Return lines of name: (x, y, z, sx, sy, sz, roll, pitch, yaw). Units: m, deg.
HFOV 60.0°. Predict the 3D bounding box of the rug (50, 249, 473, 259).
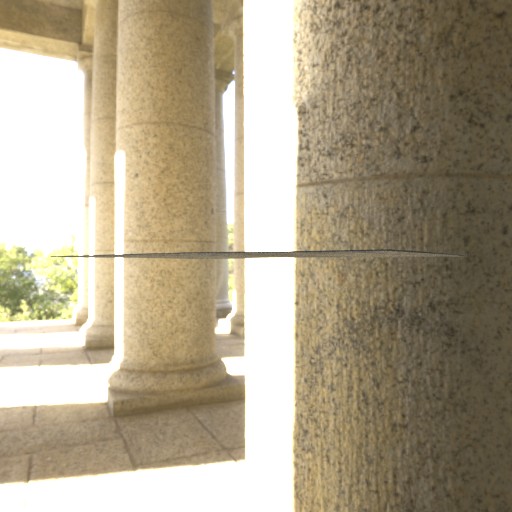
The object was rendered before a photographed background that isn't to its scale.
rug: (0.000, 0.000, 2.164, 1.740, 0.010, 1.135, -1, -1, 36)
